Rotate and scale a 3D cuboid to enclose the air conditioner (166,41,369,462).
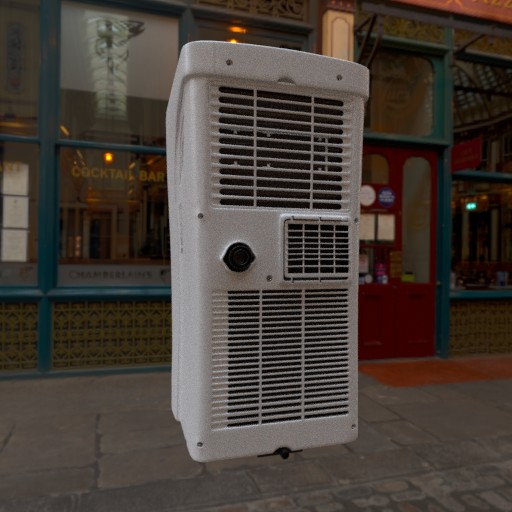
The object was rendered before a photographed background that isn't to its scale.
[{"bbox_3d":[0.000,0.000,0.928,0.352,0.716,0.369,0,-1,-17],"label":"air conditioner"}]
